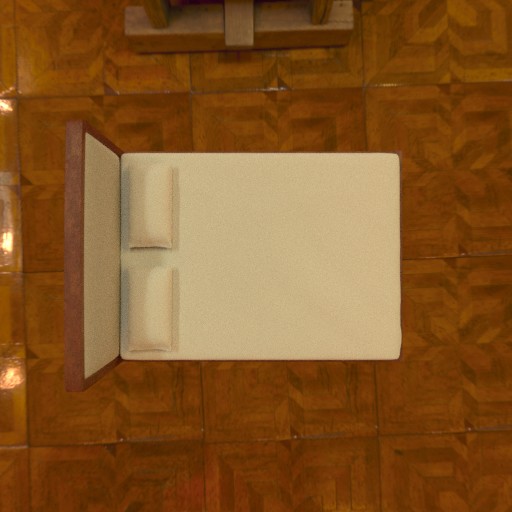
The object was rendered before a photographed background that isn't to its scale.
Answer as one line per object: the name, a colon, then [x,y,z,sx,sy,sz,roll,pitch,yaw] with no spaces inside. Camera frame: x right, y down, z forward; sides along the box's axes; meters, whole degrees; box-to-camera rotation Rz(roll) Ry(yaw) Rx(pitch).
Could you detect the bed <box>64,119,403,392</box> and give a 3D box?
bed: [0.000,0.000,3.165,2.196,1.275,1.587,0,90,0]
